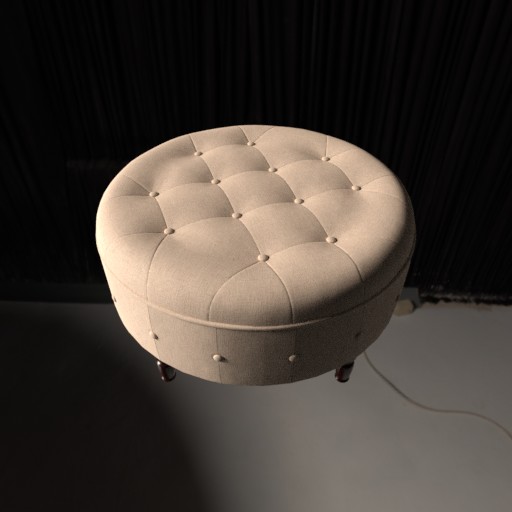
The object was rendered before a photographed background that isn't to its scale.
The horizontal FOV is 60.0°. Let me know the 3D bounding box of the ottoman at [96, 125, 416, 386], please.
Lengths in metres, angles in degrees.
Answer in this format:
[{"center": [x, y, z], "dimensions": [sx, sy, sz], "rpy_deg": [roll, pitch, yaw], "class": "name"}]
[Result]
[{"center": [0.000, 0.000, 1.327], "dimensions": [0.848, 0.494, 0.848], "rpy_deg": [0, 41, 0], "class": "ottoman"}]
